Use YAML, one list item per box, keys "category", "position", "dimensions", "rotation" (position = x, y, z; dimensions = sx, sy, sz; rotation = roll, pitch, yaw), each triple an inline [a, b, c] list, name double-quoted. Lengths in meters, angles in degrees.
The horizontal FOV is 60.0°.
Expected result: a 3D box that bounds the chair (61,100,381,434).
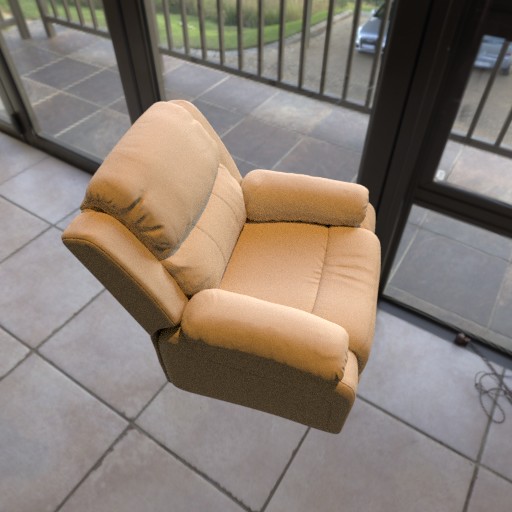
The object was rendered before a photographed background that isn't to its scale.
- category: "chair"
  position: [0.000, 0.000, 1.248]
  dimensions: [0.709, 0.702, 0.680]
  rotation: [11, 48, 10]
